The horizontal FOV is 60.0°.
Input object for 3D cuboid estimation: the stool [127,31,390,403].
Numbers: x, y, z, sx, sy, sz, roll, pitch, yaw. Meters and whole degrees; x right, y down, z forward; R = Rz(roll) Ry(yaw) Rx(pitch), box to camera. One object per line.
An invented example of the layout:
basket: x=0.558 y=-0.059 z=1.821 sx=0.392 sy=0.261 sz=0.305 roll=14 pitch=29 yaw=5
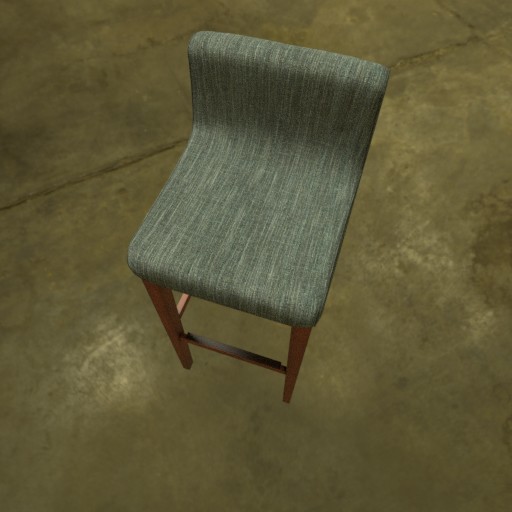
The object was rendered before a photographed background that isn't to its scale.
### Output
stool: x=0.000 y=0.000 z=1.205 sx=0.426 sy=0.965 sz=0.499 roll=16 pitch=58 yaw=10
